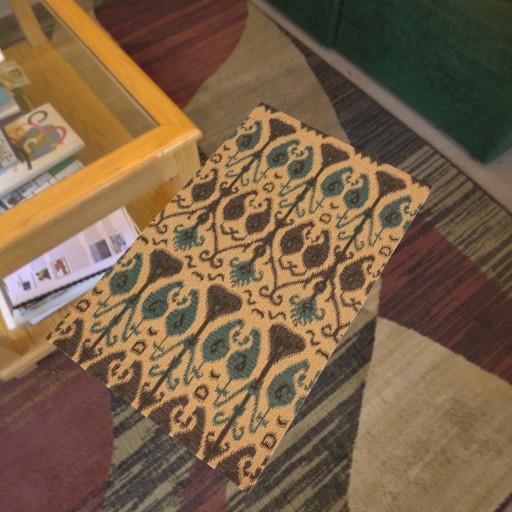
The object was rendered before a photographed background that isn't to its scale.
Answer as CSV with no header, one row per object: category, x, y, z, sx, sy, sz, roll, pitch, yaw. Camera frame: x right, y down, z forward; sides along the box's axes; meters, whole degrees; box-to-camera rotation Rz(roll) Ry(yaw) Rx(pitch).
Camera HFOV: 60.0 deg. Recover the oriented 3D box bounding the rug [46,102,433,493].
rug,0.000,0.000,2.109,1.072,0.013,1.698,31,67,15
